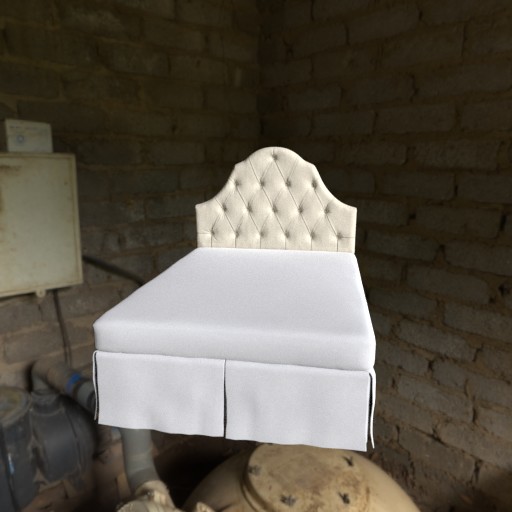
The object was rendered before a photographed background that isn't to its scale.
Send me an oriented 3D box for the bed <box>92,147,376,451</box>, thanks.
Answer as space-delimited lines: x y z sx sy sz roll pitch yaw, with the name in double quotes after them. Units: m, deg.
0.000 0.000 3.246 1.627 1.575 2.092 2 13 9 "bed"
